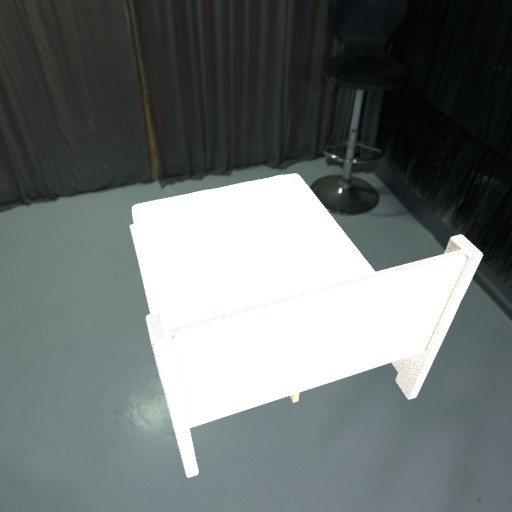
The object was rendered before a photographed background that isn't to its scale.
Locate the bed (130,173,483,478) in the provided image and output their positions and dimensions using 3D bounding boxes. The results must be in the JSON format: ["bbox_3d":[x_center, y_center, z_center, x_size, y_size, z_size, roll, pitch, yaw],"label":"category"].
[{"bbox_3d":[0.000,0.000,3.435,1.778,1.471,2.293,-13,44,-14],"label":"bed"}]
